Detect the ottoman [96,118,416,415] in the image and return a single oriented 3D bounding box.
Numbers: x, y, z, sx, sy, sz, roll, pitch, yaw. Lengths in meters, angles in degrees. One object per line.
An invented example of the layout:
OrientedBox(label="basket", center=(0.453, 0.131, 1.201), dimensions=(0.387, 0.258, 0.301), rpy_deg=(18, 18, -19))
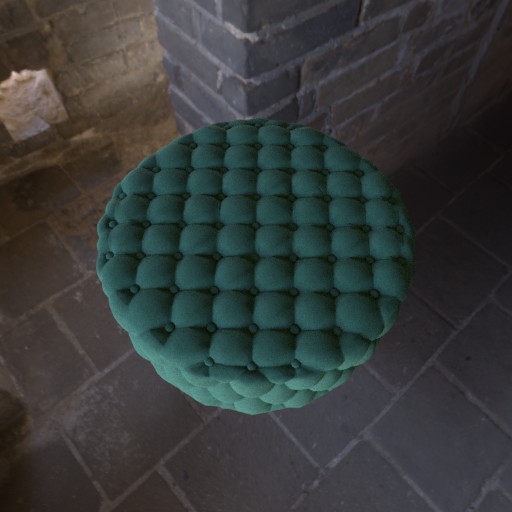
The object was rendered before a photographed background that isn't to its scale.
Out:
OrientedBox(label="ottoman", center=(0.000, 0.000, 1.522), dimensions=(0.998, 0.399, 0.998), rpy_deg=(0, 59, 0))
